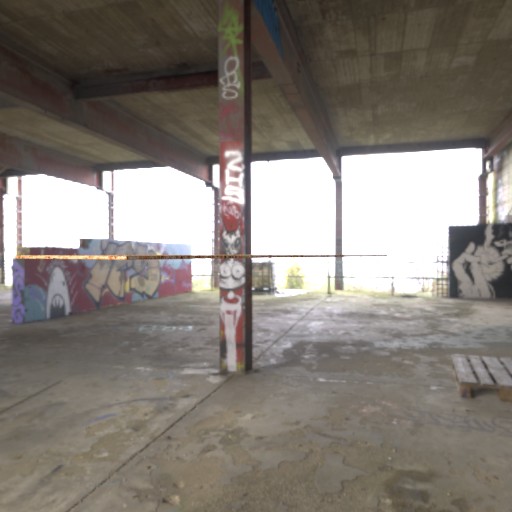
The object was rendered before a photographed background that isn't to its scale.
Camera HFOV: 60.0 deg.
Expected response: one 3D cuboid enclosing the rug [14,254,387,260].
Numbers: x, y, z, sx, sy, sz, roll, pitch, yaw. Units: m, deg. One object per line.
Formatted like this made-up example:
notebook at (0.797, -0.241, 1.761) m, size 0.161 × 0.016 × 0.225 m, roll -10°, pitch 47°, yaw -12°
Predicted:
rug at (0.000, 0.000, 2.411) m, size 0.680 × 0.014 × 2.237 m, roll 0°, pitch 0°, yaw 36°
